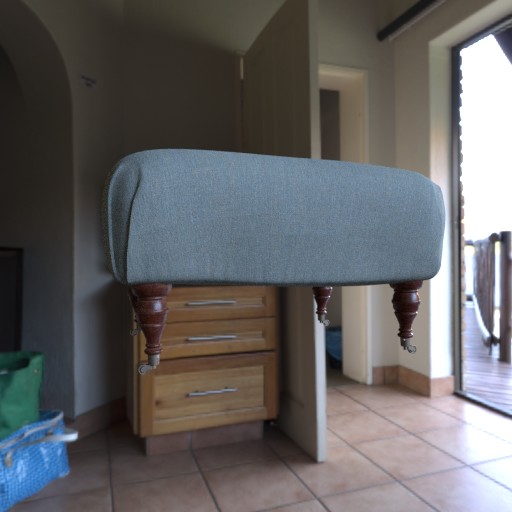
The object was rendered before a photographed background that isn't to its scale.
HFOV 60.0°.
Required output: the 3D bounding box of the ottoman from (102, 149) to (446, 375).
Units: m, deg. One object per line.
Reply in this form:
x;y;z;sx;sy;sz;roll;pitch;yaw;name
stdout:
0.000;0.000;1.144;0.747;0.450;0.622;0;0;-18;ottoman
